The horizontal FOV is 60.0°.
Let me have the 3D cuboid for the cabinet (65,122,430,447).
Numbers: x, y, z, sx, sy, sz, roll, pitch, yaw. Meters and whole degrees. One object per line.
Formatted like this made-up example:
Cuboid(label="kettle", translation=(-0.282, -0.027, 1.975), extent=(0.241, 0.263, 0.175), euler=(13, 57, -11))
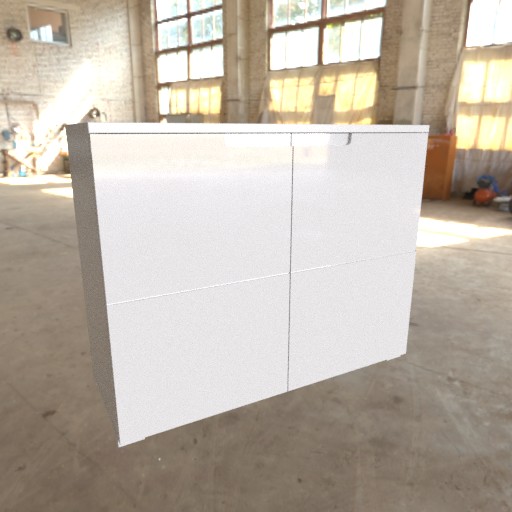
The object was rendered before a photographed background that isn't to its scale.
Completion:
Cuboid(label="cabinet", translation=(0.000, 0.000, 1.410), extent=(1.000, 0.800, 0.400), euler=(-8, 18, -28))
